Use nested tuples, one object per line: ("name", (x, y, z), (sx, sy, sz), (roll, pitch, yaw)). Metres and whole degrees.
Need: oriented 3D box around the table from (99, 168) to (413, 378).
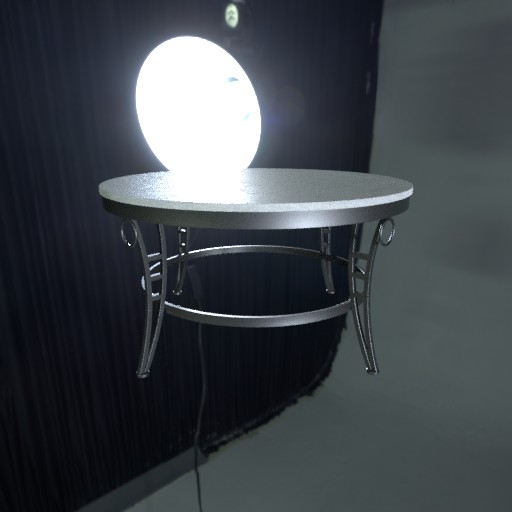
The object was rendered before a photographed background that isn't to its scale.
("table", (0.000, 0.000, 1.387), (0.889, 0.470, 0.889), (0, 16, 0))
